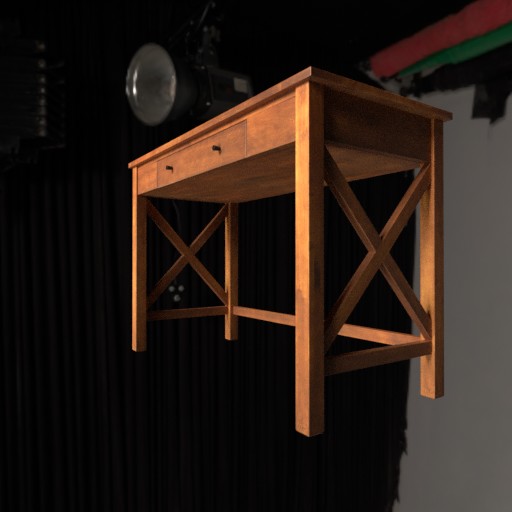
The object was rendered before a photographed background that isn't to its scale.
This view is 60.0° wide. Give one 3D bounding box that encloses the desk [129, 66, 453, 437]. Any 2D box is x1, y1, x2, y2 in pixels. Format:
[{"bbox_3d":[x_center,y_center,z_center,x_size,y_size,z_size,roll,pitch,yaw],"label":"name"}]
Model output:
[{"bbox_3d":[0.000,0.000,1.499,0.508,0.762,1.117,0,-1,-35],"label":"desk"}]
